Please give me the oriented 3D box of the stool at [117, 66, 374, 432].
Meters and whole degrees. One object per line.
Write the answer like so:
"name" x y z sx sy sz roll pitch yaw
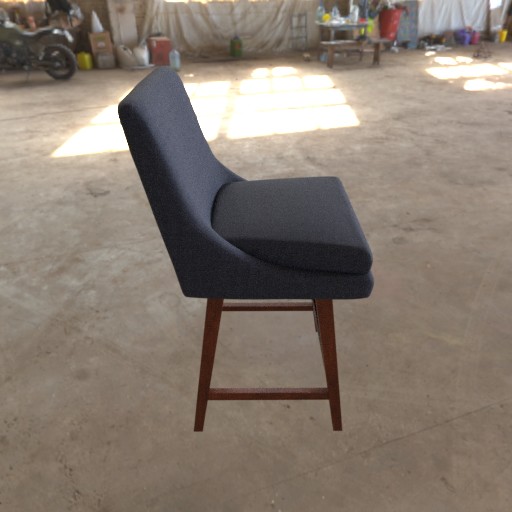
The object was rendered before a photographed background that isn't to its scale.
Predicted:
"stool" 0.000 0.000 1.188 0.524 0.895 0.467 0 32 0
